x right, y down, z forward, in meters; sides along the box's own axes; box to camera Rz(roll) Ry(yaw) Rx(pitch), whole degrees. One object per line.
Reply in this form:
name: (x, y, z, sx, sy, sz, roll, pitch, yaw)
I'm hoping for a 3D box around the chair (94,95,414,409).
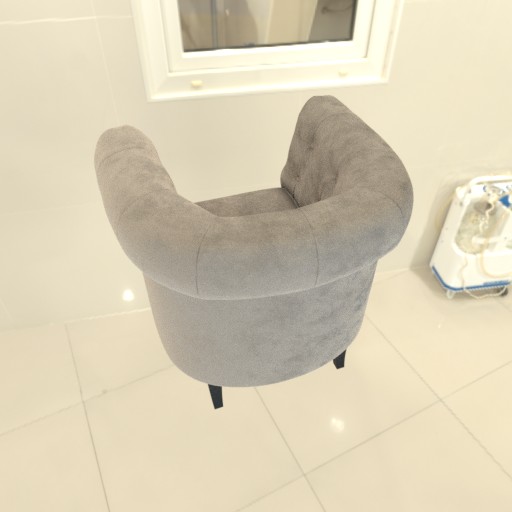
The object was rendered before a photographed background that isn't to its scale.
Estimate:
chair: (0.000, 0.000, 1.548, 0.904, 0.826, 0.851, -14, 44, -15)
